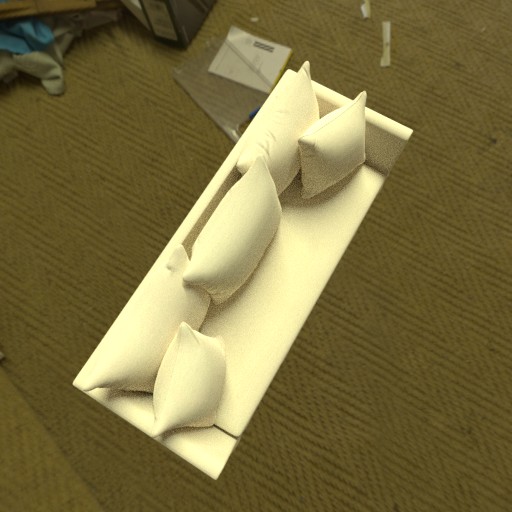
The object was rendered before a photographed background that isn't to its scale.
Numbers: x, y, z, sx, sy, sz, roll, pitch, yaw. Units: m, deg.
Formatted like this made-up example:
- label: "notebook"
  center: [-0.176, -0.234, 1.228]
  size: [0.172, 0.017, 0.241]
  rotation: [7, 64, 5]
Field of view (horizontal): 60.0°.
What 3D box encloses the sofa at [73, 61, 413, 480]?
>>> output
- label: "sofa"
  center: [0.000, 0.000, 2.947]
  size: [1.030, 1.042, 2.484]
  rotation: [30, 76, 8]
